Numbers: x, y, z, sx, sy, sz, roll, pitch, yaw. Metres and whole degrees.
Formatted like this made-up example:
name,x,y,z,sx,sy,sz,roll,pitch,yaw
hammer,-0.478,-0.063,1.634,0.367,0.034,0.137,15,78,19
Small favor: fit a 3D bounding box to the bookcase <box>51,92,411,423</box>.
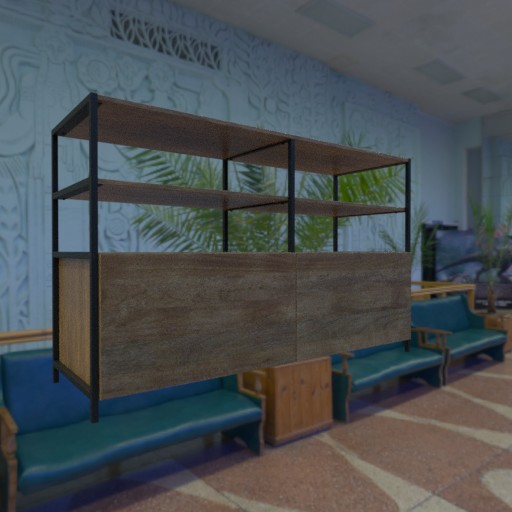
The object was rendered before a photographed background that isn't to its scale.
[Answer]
name,x,y,z,sx,sy,sz,roll,pitch,yaw
bookcase,0.000,0.000,1.439,1.149,0.712,0.391,0,1,-37
